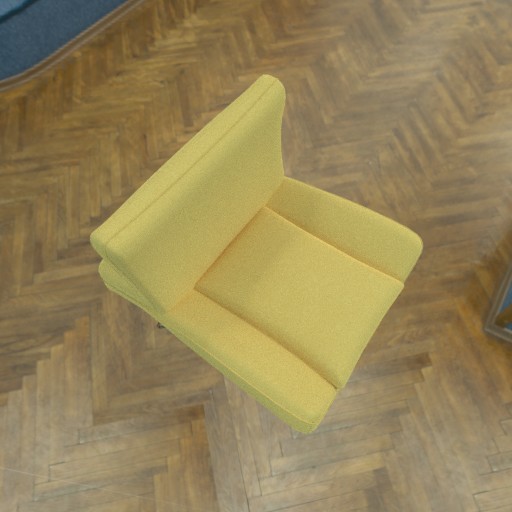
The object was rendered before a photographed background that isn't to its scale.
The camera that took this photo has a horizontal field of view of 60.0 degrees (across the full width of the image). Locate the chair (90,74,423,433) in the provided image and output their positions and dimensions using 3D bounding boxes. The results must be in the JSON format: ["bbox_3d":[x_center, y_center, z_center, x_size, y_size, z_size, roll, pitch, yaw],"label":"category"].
[{"bbox_3d":[0.000,0.000,1.640,1.008,0.855,0.859,31,64,17],"label":"chair"}]
